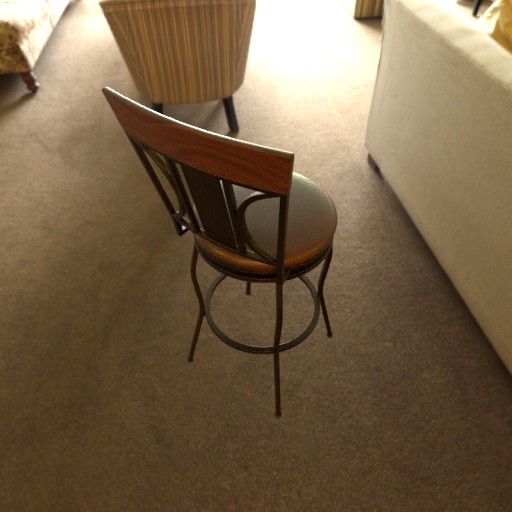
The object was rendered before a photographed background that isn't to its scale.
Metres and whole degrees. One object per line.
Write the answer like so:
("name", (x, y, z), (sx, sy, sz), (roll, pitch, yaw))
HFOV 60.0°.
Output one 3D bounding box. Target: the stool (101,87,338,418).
("stool", (0.000, 0.000, 1.358), (0.448, 1.130, 0.513), (25, 51, 23))
